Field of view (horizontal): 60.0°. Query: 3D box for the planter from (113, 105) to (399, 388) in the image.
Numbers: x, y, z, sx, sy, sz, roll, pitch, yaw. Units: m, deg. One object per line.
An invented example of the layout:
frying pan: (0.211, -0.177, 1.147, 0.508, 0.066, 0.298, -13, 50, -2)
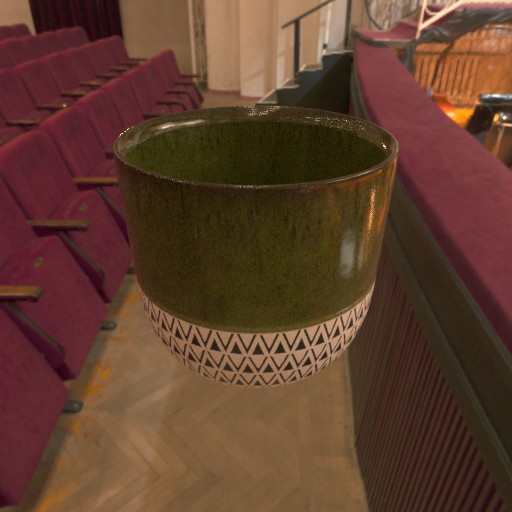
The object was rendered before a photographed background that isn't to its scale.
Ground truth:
planter: (0.000, 0.000, 0.495, 0.266, 0.270, 0.266, 0, 31, 0)
